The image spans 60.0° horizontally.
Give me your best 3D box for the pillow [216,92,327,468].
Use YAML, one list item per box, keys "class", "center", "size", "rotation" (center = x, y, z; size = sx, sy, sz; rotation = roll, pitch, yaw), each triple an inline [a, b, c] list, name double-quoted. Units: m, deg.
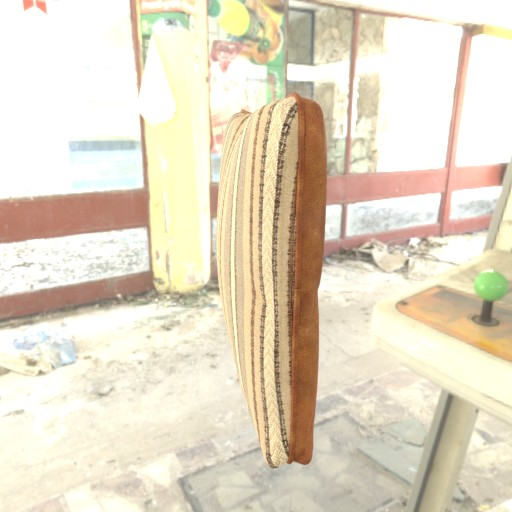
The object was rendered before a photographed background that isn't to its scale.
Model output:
- class: "pillow"
  center: [0.000, 0.000, 0.749]
  size: [0.130, 0.490, 0.489]
  rotation: [-3, 16, -9]
